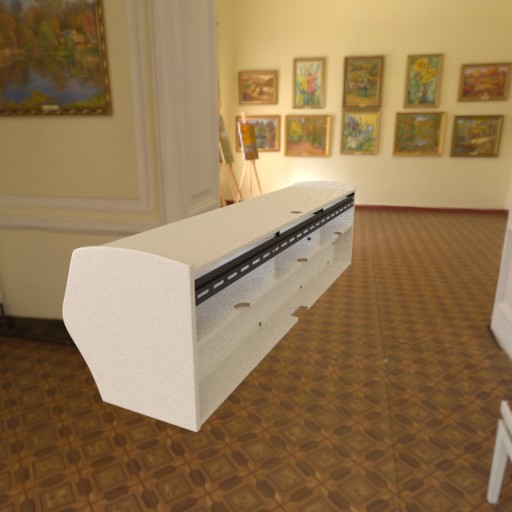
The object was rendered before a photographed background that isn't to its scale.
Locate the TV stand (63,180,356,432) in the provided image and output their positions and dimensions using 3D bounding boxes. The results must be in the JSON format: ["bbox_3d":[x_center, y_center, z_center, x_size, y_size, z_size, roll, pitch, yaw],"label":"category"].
[{"bbox_3d":[0.000,0.000,1.694,0.397,0.424,1.473,7,18,24],"label":"TV stand"}]
